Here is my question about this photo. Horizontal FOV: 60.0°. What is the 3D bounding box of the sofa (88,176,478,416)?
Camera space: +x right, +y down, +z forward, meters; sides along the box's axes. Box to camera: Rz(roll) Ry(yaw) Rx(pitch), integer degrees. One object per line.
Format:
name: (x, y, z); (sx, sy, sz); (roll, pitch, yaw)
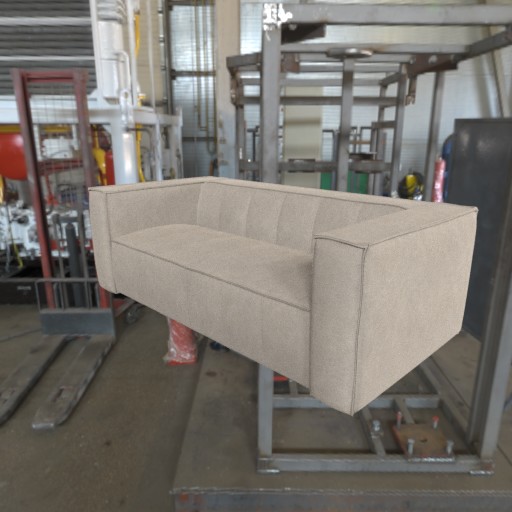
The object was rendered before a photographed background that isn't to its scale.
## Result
sofa: (0.000, 0.000, 2.473); (1.038, 0.680, 1.995); (-15, 22, -43)
